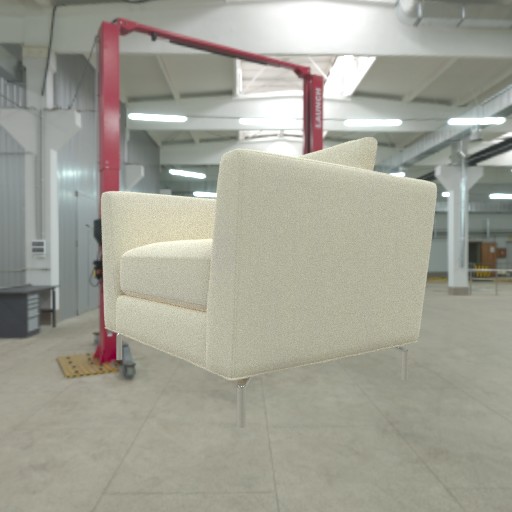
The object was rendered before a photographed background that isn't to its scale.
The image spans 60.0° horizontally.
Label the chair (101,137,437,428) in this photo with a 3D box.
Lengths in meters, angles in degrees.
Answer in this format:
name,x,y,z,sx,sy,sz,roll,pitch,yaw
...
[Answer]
name,x,y,z,sx,sy,sz,roll,pitch,yaw
chair,0.000,0.000,1.718,0.889,0.865,1.041,0,1,-37
